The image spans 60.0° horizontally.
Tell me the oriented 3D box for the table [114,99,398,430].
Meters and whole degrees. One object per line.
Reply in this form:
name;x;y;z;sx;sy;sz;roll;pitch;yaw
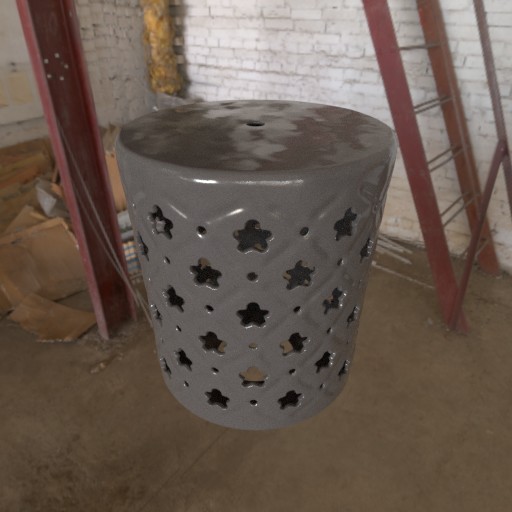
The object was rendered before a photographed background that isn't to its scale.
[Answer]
table;0.000;0.000;0.657;0.352;0.387;0.352;0;30;0
